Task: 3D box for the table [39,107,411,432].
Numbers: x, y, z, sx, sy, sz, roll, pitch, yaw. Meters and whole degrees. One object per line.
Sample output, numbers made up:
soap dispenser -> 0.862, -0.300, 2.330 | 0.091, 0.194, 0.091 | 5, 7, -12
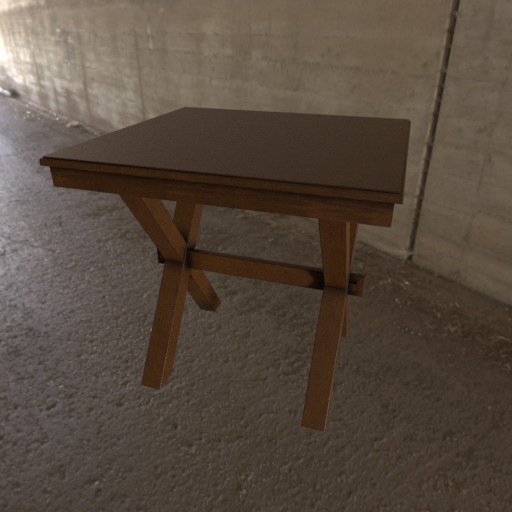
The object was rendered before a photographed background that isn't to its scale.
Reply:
table -> 0.000, 0.000, 1.041 | 0.602, 0.562, 0.560 | 9, 29, 16
